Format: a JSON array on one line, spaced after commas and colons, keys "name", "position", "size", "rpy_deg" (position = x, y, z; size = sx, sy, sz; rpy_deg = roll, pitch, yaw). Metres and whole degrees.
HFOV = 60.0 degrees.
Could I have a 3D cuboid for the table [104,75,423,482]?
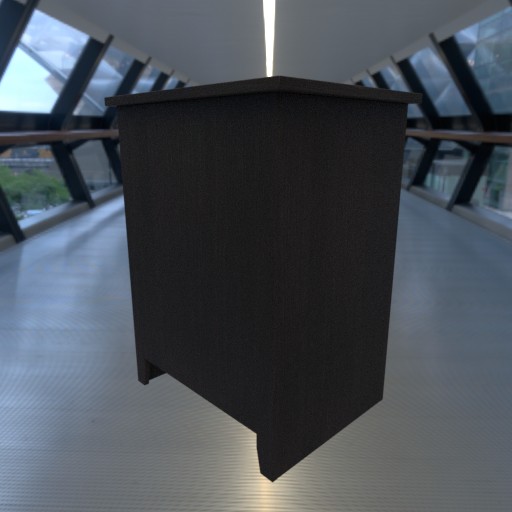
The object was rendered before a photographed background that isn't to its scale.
[{"name": "table", "position": [0.000, 0.000, 0.931], "size": [0.381, 0.635, 0.480], "rpy_deg": [-14, 21, -42]}]
